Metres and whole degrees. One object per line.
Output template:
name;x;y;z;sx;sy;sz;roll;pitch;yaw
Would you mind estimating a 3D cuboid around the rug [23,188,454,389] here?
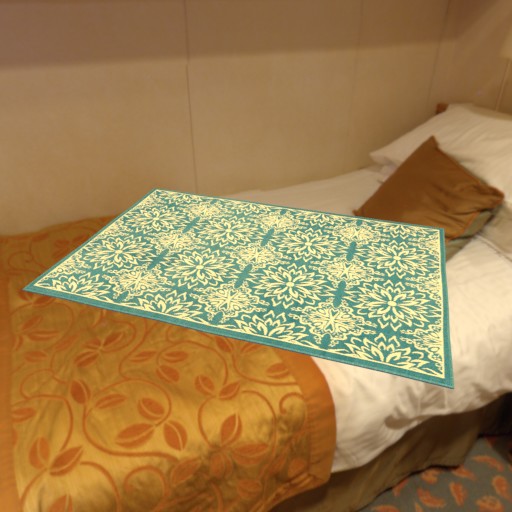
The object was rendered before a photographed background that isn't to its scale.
rug;0.000;0.000;3.405;2.769;0.018;1.830;10;33;15
